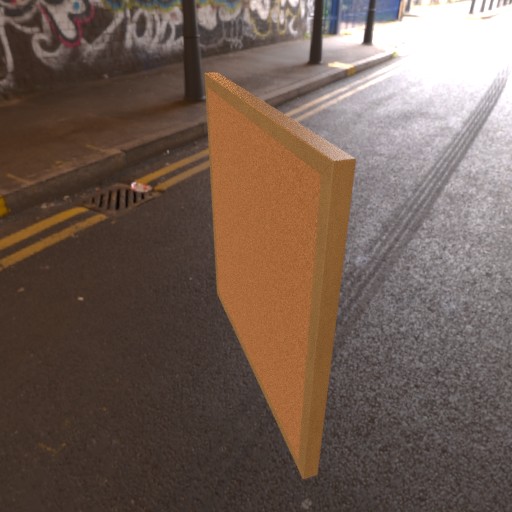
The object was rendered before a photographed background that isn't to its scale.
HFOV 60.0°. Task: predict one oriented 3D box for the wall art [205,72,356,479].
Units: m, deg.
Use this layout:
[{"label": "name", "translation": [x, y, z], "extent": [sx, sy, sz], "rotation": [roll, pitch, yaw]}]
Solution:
[{"label": "wall art", "translation": [0.000, 0.000, 1.135], "extent": [0.037, 0.763, 0.763], "rotation": [-10, 33, -16]}]
